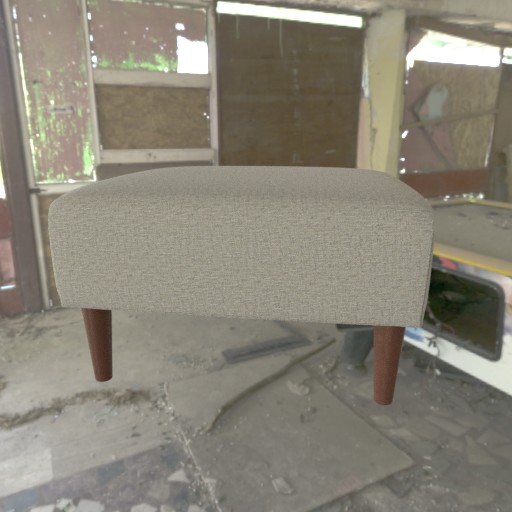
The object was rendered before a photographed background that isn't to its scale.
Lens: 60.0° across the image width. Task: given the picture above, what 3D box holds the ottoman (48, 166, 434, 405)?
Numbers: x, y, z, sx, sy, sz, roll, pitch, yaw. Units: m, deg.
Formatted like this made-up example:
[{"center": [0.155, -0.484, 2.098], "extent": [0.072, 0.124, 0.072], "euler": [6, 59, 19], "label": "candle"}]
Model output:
[{"center": [0.000, 0.000, 1.051], "extent": [0.655, 0.399, 0.648], "euler": [2, 16, 8], "label": "ottoman"}]
